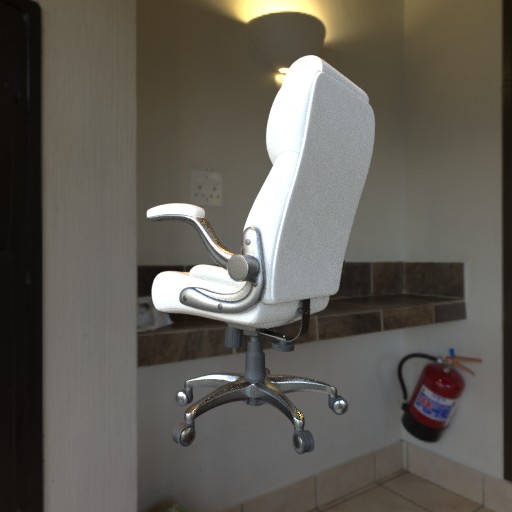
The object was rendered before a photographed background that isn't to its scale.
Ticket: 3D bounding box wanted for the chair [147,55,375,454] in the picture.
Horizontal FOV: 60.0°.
[{"bbox_3d":[0.000,0.000,1.799,0.806,1.330,0.755,0,0,36],"label":"chair"}]
